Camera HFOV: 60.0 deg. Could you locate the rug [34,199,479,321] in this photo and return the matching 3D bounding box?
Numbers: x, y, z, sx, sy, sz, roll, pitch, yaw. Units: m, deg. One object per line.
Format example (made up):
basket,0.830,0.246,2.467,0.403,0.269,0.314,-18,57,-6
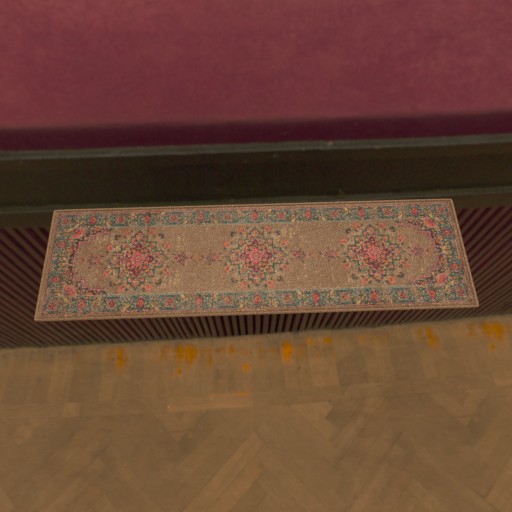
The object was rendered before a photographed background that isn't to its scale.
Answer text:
rug,0.000,0.000,2.418,2.297,0.019,0.659,-2,65,-1
